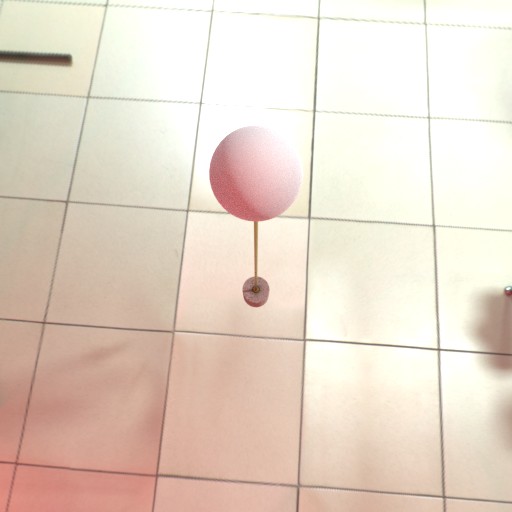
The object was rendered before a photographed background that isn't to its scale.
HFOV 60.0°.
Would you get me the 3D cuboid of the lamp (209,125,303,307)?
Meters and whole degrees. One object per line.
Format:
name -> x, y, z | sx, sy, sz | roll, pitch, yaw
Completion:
lamp -> 0.000, 0.000, 1.811 | 0.229, 1.748, 0.229 | 36, 78, 9
